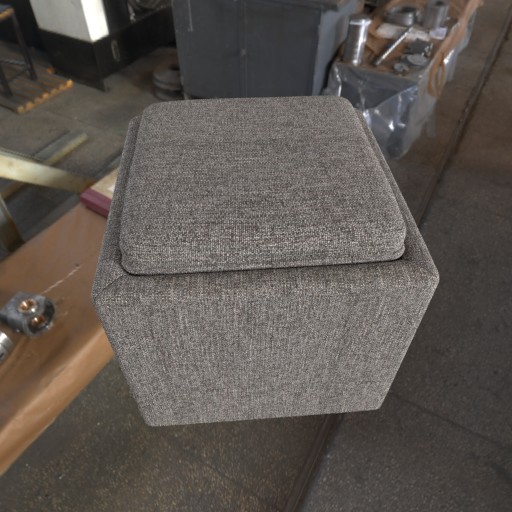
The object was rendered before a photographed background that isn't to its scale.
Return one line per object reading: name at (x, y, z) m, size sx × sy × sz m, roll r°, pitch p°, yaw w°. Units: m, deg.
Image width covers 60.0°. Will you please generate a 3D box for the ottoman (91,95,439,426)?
ottoman at (0.000, 0.000, 0.830) m, size 0.450 × 0.460 × 0.450 m, roll -3°, pitch 47°, yaw -3°
